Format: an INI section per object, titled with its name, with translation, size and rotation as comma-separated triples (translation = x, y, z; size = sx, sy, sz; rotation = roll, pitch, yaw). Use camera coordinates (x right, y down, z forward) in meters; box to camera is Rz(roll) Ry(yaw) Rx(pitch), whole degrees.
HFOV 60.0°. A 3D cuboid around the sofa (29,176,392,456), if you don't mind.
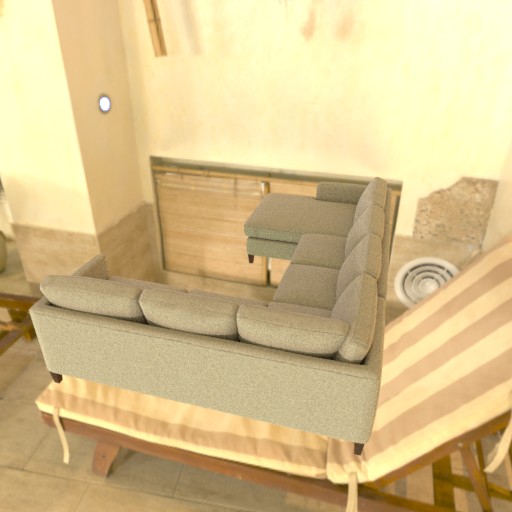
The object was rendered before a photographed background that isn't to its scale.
[sofa]
translation = 0.000, 0.000, 4.539
size = 2.593, 0.959, 3.460
rotation = 8, 30, 14
